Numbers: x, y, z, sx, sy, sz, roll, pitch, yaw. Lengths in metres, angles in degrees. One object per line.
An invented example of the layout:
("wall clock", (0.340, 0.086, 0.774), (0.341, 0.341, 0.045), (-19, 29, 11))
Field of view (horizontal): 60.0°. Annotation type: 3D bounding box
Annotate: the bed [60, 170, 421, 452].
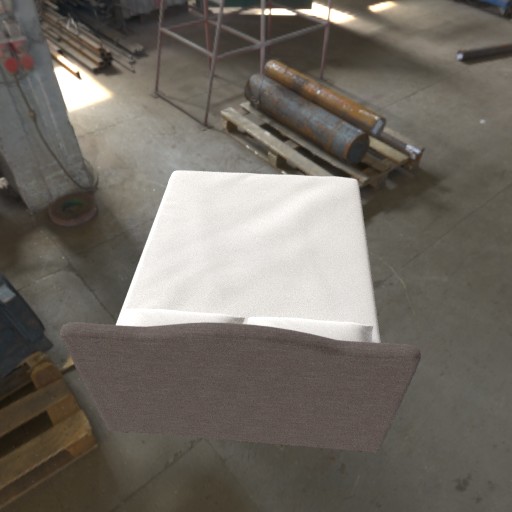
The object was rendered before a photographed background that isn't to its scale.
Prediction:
("bed", (0.000, 0.000, 3.858), (2.161, 1.457, 2.689), (3, 45, 3))
